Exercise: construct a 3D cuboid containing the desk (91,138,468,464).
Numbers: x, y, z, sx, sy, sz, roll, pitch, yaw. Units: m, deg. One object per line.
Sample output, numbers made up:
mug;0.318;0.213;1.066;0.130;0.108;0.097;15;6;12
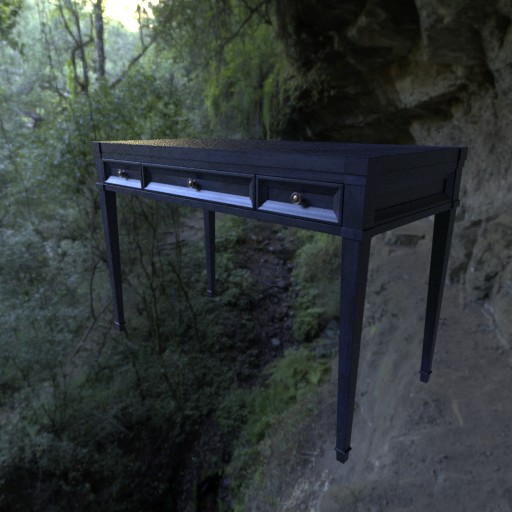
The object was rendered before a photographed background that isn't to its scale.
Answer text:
desk;0.000;0.000;1.757;1.289;0.861;0.630;15;22;41
